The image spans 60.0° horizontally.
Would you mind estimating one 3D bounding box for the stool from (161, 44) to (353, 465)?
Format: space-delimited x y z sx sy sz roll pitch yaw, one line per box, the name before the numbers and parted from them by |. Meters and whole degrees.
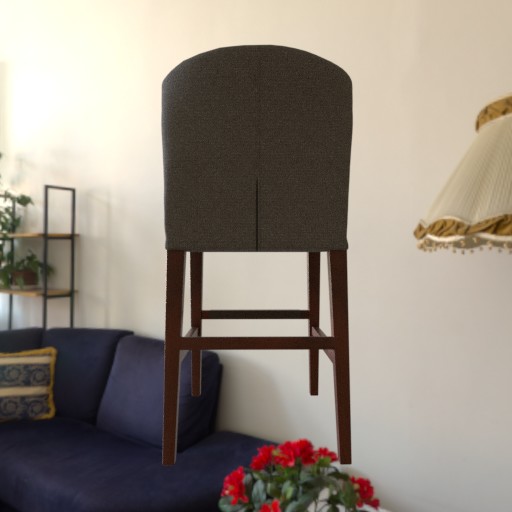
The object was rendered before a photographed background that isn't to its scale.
stool | 0.000 0.000 1.281 0.479 0.968 0.568 0 1 -1
